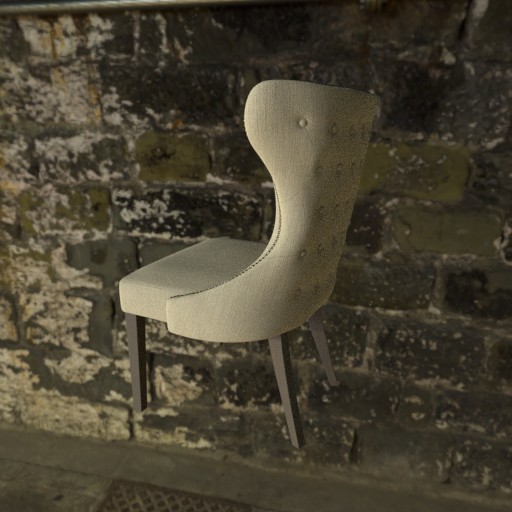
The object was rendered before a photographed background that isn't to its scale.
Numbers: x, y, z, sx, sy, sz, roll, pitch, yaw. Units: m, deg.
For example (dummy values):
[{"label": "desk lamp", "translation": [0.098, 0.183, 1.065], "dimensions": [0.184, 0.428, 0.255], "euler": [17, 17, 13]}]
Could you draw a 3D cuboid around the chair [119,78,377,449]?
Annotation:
[{"label": "chair", "translation": [0.000, 0.000, 1.362], "dimensions": [0.635, 0.967, 0.628], "euler": [8, 19, 25]}]
